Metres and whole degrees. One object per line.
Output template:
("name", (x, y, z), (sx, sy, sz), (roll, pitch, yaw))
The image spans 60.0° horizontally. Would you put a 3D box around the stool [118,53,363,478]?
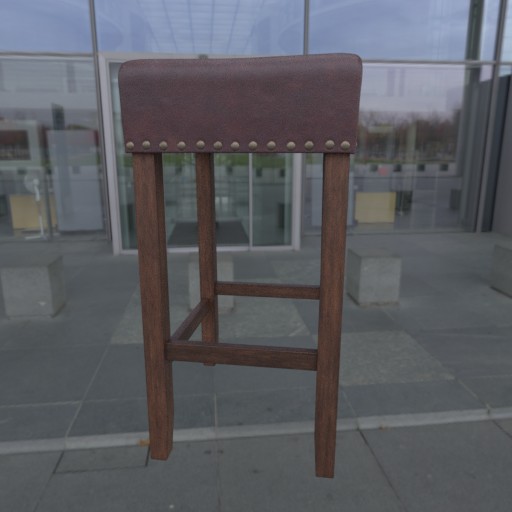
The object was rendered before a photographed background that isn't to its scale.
("stool", (0.000, 0.000, 1.004), (0.401, 0.769, 0.465), (2, 14, 8))
